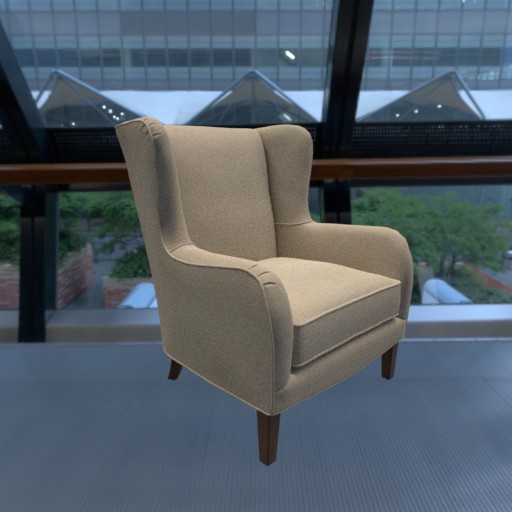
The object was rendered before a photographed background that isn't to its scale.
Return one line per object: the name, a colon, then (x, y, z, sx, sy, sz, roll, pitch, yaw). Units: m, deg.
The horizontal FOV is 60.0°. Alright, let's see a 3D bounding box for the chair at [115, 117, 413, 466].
chair: (0.000, 0.000, 1.763, 0.838, 1.040, 0.966, -13, 19, -43)
